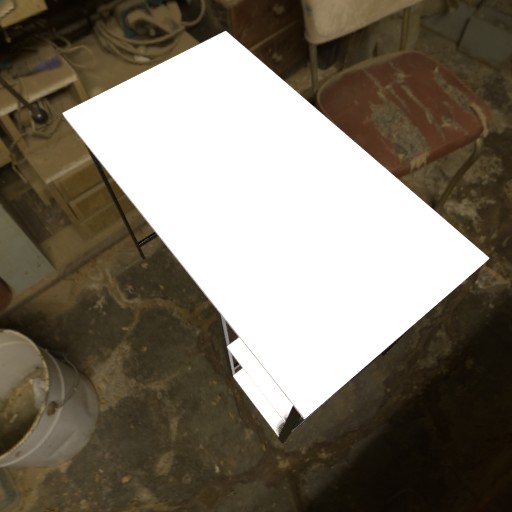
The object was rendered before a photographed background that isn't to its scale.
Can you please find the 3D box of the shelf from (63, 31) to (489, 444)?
[{"bbox_3d":[0.000,0.000,1.326,0.498,0.750,0.902,-35,68,-17],"label":"shelf"}]
